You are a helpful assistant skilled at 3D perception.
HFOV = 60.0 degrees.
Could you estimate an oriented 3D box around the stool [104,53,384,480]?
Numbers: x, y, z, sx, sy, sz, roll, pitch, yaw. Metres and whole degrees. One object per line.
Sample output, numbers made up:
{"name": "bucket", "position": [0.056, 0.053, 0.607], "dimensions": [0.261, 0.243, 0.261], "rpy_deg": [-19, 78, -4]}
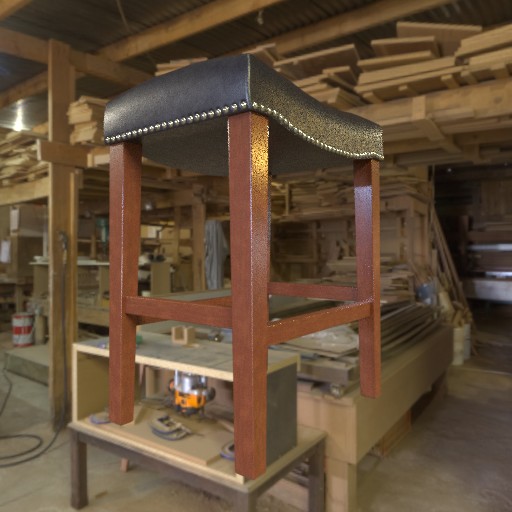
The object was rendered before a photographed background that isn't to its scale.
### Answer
{"name": "stool", "position": [0.000, 0.000, 0.946], "dimensions": [0.372, 0.654, 0.504], "rpy_deg": [1, 1, 38]}
